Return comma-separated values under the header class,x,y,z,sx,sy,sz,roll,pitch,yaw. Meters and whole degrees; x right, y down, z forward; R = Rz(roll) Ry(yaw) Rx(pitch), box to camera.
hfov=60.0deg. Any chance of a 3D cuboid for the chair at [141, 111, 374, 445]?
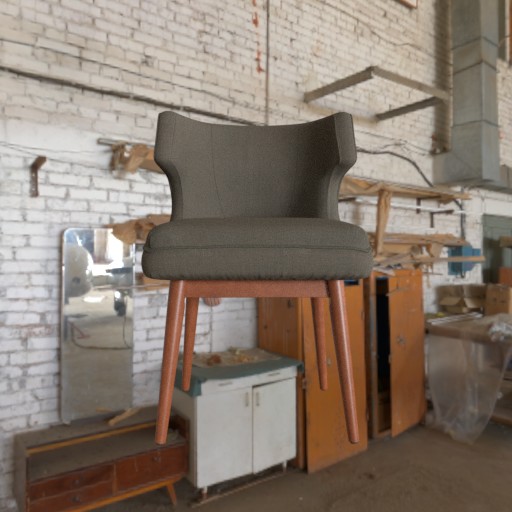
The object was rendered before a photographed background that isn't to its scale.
class,x,y,z,sx,sy,sz,roll,pitch,yaw
chair,0.000,0.000,1.229,0.595,0.863,0.581,0,0,-1
